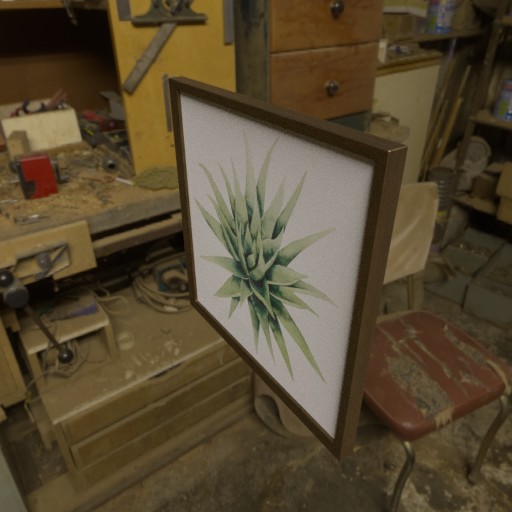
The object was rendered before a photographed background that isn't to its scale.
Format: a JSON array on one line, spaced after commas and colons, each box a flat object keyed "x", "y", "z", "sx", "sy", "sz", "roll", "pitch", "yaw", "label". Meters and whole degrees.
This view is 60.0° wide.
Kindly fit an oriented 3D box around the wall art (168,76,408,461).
[{"x": 0.000, "y": 0.000, "z": 0.756, "sx": 0.030, "sy": 0.506, "sz": 0.503, "roll": -20, "pitch": 37, "yaw": -29, "label": "wall art"}]
